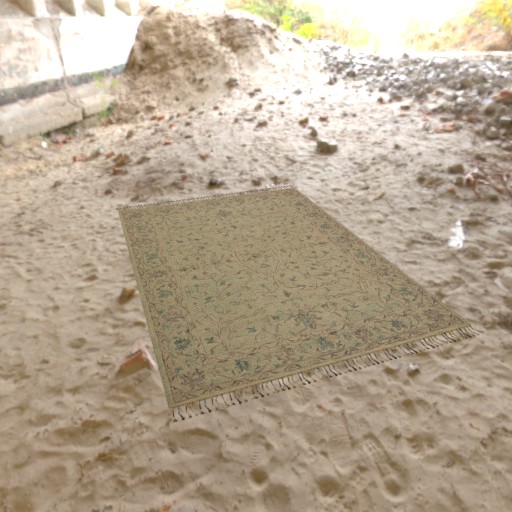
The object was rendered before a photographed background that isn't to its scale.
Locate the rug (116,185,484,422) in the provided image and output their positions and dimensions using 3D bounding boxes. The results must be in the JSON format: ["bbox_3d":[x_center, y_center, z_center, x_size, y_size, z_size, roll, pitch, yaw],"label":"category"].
[{"bbox_3d":[0.000,0.000,2.279,1.247,0.008,1.802,-10,31,-18],"label":"rug"}]
